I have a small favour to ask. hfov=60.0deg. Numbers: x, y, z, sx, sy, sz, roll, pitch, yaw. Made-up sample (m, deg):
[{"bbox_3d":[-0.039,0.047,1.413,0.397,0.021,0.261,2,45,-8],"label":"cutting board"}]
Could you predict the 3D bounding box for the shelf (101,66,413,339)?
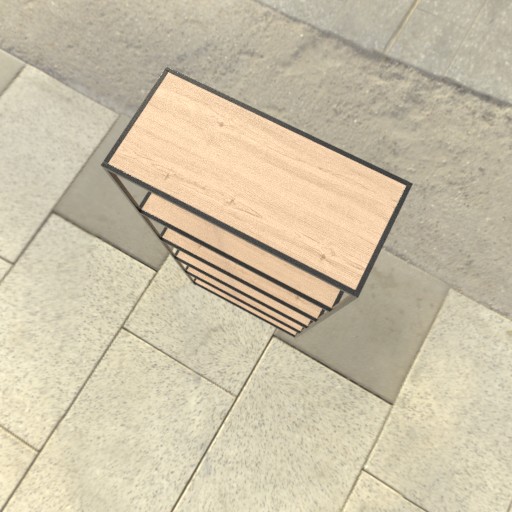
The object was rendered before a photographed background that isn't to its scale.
[{"bbox_3d":[0.000,0.000,2.094,0.770,1.850,0.350,27,78,6],"label":"shelf"}]
